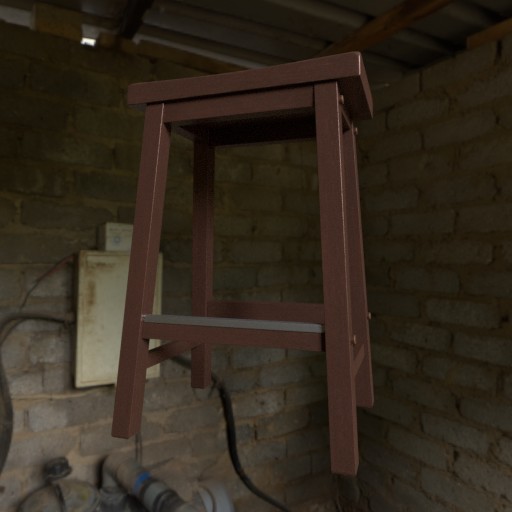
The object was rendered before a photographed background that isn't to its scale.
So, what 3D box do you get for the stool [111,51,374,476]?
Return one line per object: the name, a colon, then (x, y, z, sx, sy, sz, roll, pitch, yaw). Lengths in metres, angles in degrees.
stool: (0.000, 0.000, 0.830, 0.406, 0.610, 0.322, 0, 1, 19)
